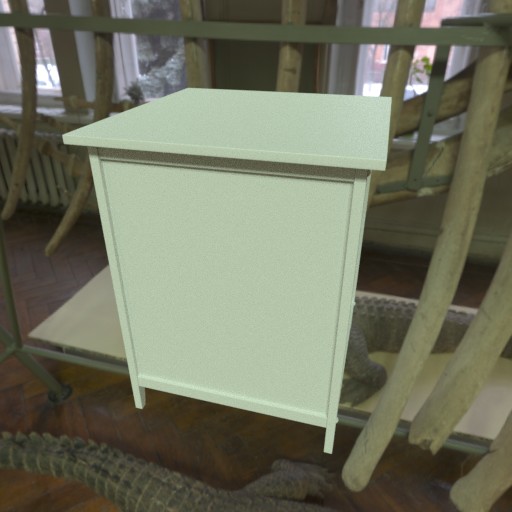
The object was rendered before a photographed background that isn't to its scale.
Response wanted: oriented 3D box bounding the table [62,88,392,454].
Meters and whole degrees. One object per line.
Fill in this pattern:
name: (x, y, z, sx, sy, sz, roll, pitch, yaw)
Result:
table: (0.000, 0.000, 0.768, 0.381, 0.483, 0.381, 8, 30, 14)
